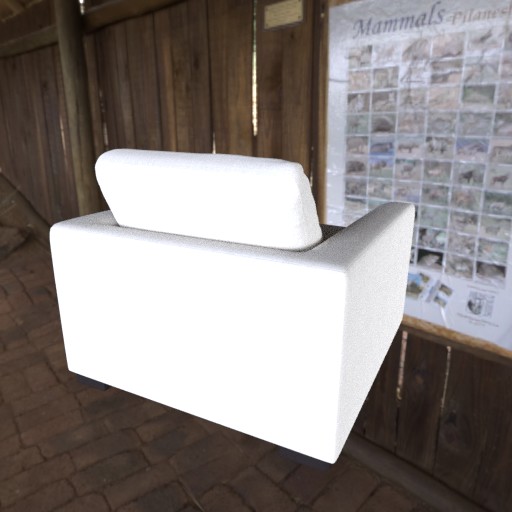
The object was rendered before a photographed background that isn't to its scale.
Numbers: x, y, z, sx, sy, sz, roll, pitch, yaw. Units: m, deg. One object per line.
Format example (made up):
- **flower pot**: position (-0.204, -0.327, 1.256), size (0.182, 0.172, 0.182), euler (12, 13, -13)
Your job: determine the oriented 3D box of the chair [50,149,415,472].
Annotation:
- **chair**: position (0.000, 0.000, 1.816), size (1.070, 0.876, 1.100), euler (9, 19, 26)
